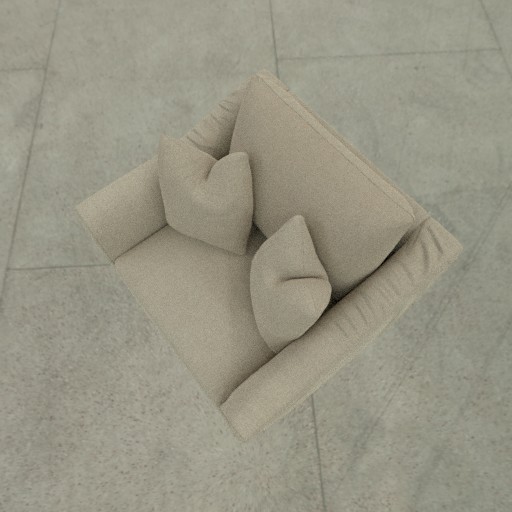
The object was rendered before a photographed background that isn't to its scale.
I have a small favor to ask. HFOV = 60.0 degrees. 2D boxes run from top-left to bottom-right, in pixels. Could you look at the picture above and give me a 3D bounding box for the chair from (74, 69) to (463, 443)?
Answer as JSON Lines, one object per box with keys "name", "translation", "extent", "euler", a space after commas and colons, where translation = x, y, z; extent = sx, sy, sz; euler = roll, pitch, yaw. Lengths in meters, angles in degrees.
{"name": "chair", "translation": [0.000, 0.000, 1.991], "extent": [1.071, 1.093, 1.194], "euler": [-36, 70, -15]}
